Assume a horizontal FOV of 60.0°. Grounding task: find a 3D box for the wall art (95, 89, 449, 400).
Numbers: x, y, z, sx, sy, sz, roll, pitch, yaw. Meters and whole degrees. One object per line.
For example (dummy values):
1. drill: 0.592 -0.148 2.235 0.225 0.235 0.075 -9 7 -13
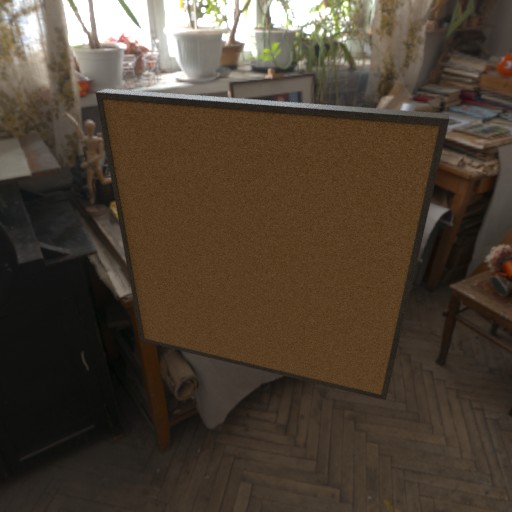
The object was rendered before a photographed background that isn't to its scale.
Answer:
1. wall art: 0.000 0.000 1.127 0.758 0.758 0.039 10 33 15
